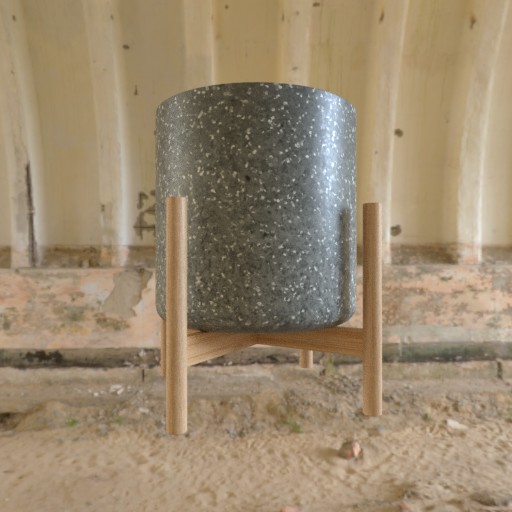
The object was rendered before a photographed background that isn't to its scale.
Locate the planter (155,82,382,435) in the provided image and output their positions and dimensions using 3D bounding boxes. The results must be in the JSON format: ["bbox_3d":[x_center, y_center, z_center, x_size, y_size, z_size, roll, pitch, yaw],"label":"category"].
[{"bbox_3d":[0.000,0.000,0.685,0.360,0.419,0.360,0,0,-36],"label":"planter"}]
